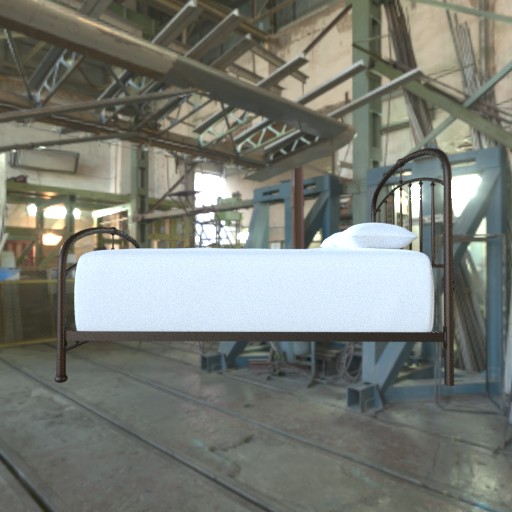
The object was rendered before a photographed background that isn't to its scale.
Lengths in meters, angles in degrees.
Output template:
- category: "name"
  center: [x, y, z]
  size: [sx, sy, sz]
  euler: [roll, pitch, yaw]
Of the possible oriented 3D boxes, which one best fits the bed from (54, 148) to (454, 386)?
- category: "bed"
  center: [0.000, 0.000, 3.251]
  size: [2.180, 1.425, 1.711]
  euler: [0, -1, 1]
